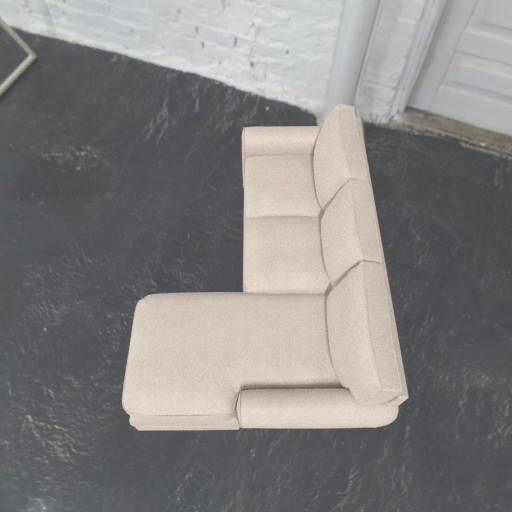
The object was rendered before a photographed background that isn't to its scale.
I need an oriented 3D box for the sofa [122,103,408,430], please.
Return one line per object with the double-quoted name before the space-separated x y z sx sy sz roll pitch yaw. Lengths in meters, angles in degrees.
"sofa" 0.000 0.000 2.390 1.226 0.734 1.770 0 60 0
